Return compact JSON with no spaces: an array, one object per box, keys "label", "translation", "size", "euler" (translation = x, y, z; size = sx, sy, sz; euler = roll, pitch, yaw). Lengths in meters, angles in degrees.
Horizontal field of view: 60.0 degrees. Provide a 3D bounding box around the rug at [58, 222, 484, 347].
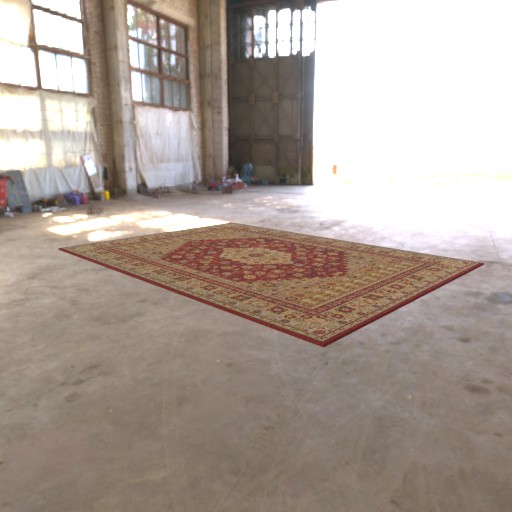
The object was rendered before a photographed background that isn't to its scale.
[{"label":"rug","translation":[0.000,0.000,2.816],"size":[2.211,0.013,1.593],"euler":[13,18,43]}]
